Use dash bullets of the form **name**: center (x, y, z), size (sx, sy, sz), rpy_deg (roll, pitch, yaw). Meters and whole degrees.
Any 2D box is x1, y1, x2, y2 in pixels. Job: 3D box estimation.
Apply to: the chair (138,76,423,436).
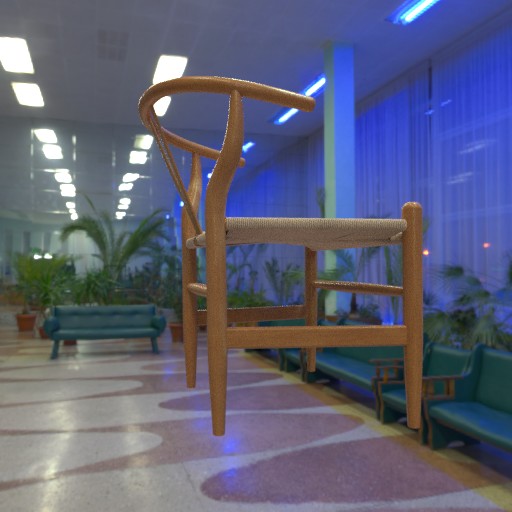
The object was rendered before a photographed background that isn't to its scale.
- **chair**: center (0.000, 0.000, 1.118), size (0.579, 0.730, 0.569), rpy_deg (0, -1, -17)
